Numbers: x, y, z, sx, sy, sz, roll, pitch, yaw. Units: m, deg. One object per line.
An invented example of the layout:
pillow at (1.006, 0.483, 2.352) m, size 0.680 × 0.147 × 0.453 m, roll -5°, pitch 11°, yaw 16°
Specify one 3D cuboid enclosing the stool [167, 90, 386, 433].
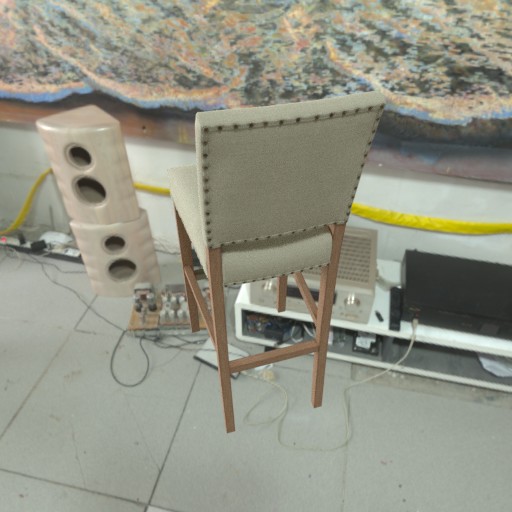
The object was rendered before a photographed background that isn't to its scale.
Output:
stool at (0.000, 0.000, 1.370) m, size 0.428 × 1.143 × 0.546 m, roll -11°, pitch 42°, yaw -13°
